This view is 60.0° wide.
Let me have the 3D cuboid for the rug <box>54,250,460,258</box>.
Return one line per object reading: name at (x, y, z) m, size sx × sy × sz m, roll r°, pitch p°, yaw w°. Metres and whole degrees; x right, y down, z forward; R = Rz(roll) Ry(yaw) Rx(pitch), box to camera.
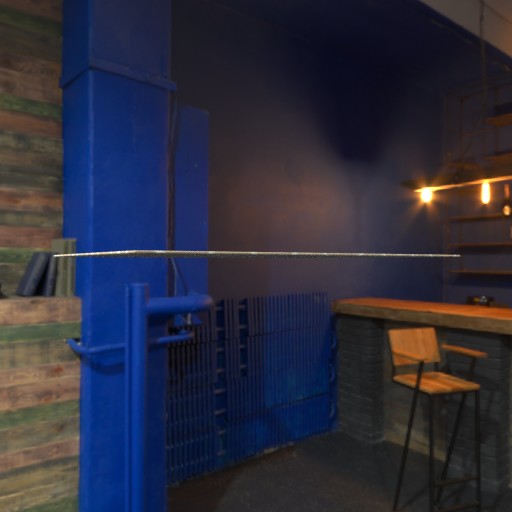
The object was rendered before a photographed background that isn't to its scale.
rug at (0.000, 0.000, 2.850) m, size 2.134 × 0.010 × 1.524 m, roll 0°, pitch -1°, yaw -35°
